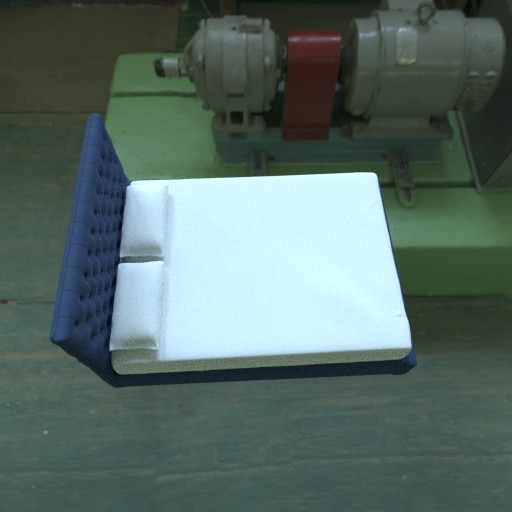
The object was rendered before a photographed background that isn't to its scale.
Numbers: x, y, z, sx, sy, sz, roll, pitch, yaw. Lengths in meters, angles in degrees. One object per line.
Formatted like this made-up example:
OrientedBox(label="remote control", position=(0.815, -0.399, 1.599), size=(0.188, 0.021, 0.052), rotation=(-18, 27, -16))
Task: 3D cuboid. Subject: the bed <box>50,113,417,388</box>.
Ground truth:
OrientedBox(label="bed", position=(0.000, 0.000, 3.452), size=(2.387, 1.427, 1.706), rotation=(-2, 63, -1))
